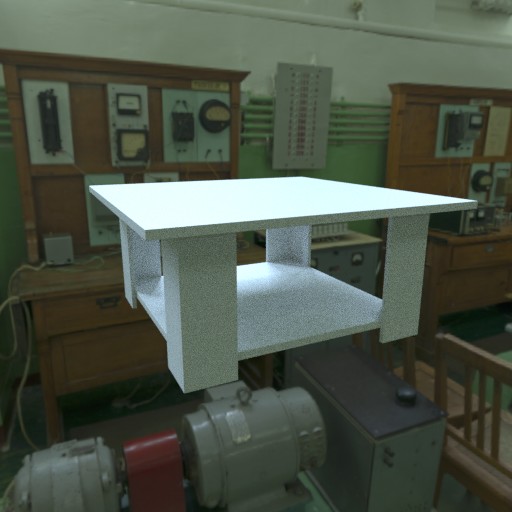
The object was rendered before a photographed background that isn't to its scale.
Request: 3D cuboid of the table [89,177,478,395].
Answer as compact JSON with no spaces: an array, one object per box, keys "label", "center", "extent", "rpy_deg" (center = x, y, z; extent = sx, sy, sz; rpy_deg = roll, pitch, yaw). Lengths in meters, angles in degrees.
[{"label":"table","center":[0.000,0.000,1.082],"extent":[0.670,0.305,0.670],"rpy_deg":[-7,16,-25]}]
